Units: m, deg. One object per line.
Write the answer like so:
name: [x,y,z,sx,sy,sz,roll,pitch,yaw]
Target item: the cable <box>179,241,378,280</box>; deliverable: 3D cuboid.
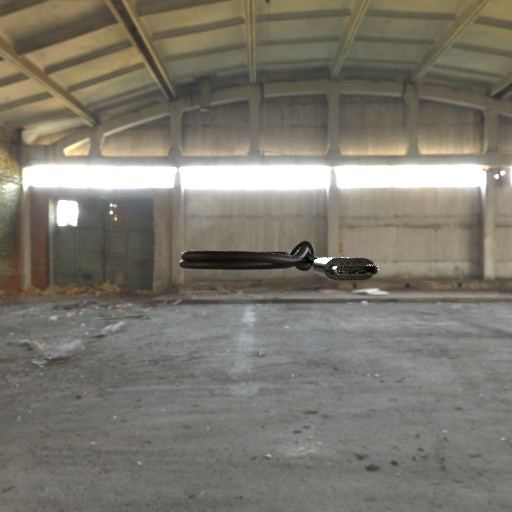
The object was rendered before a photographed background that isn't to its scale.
cable: [0.000,0.000,0.209,0.070,0.014,0.186,0,0,0]
